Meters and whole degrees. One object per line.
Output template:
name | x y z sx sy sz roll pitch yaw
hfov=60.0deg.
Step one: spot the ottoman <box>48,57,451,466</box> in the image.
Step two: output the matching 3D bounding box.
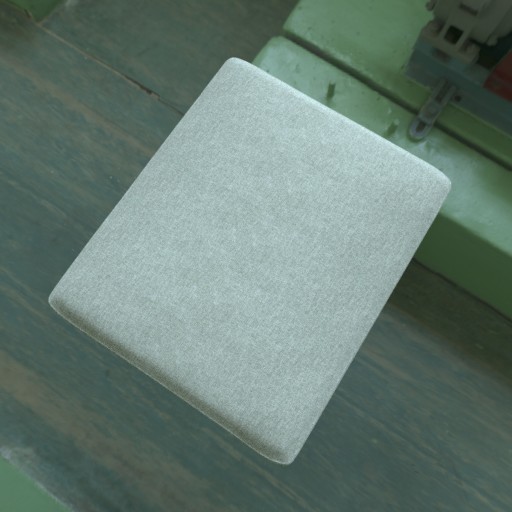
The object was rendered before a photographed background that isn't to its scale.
ottoman | 0.000 0.000 1.254 0.693 0.474 0.821 32 79 7
